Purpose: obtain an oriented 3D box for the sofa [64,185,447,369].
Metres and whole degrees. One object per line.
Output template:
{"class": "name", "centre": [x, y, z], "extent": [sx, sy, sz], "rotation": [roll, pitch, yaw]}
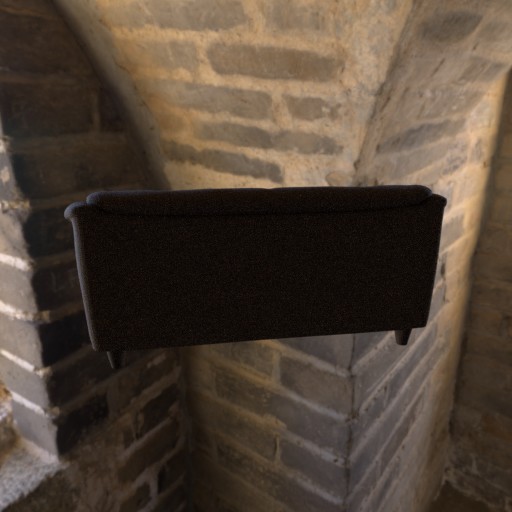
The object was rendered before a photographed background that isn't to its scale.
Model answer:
{"class": "sofa", "centre": [0.000, 0.000, 2.302], "extent": [1.849, 0.790, 0.887], "rotation": [-3, 16, -9]}
